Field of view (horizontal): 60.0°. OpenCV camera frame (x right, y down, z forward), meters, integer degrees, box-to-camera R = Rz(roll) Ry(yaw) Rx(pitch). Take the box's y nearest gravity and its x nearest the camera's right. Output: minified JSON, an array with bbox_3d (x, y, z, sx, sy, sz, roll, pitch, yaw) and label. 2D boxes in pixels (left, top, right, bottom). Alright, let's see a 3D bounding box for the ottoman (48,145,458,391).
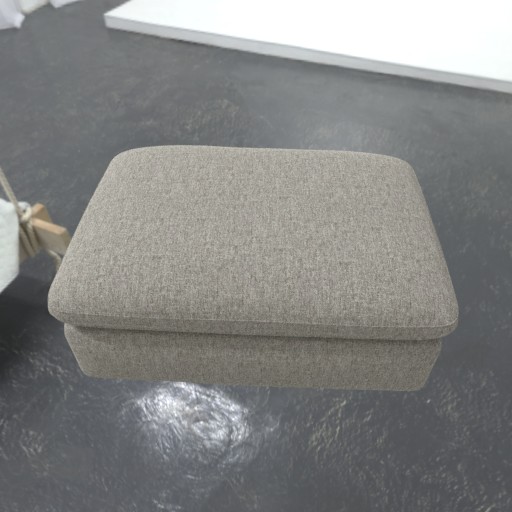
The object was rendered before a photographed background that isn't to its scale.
[{"bbox_3d":[0.000,0.000,1.329,0.977,0.451,0.694,2,46,2],"label":"ottoman"}]
